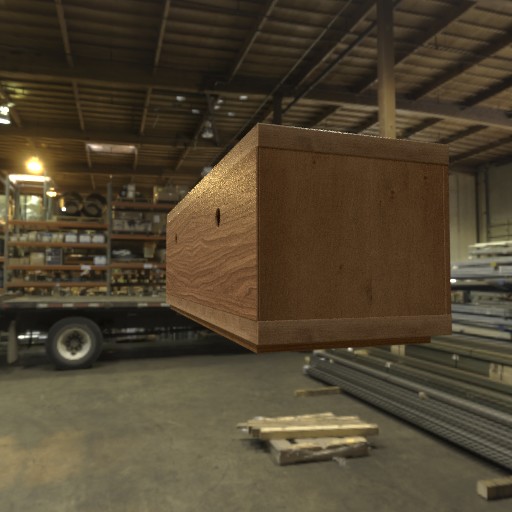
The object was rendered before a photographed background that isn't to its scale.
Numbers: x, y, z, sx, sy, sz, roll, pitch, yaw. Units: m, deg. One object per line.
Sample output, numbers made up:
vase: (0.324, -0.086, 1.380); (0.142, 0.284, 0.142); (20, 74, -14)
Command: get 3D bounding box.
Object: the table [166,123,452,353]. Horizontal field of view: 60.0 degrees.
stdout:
table: (0.000, 0.000, 1.710); (0.499, 0.491, 1.499); (1, -3, -19)
